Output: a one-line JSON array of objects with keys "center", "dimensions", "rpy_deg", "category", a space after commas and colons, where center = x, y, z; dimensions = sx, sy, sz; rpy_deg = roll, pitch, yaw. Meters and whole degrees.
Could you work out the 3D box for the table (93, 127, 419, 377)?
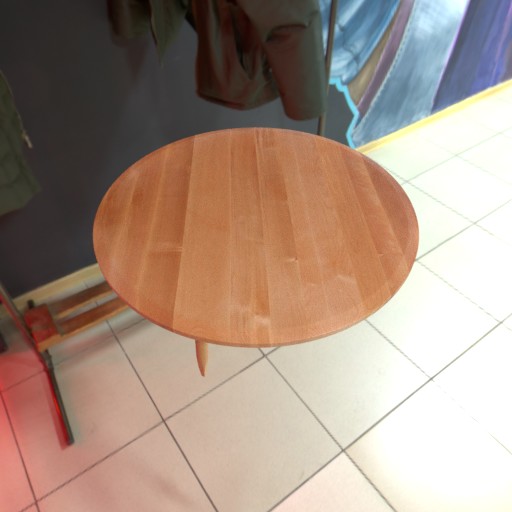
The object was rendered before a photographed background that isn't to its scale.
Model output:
[{"center": [0.000, 0.000, 1.400], "dimensions": [0.900, 0.400, 0.900], "rpy_deg": [0, 46, 0], "category": "table"}]
